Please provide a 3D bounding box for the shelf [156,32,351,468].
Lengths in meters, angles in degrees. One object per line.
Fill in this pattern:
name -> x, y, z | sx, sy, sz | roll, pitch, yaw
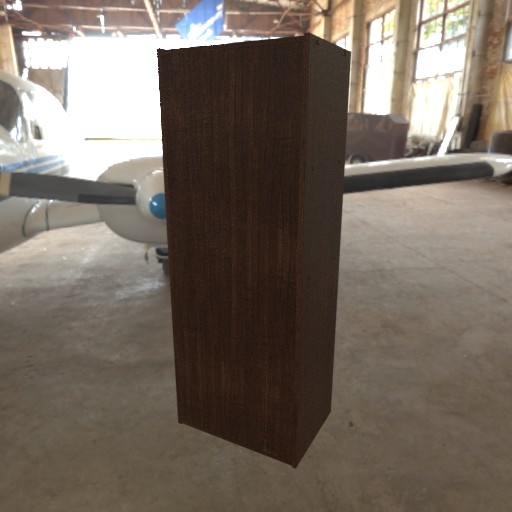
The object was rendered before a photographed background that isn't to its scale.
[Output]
shelf -> 0.000, 0.000, 1.289 | 0.415, 1.099, 0.290 | 9, 19, 27
